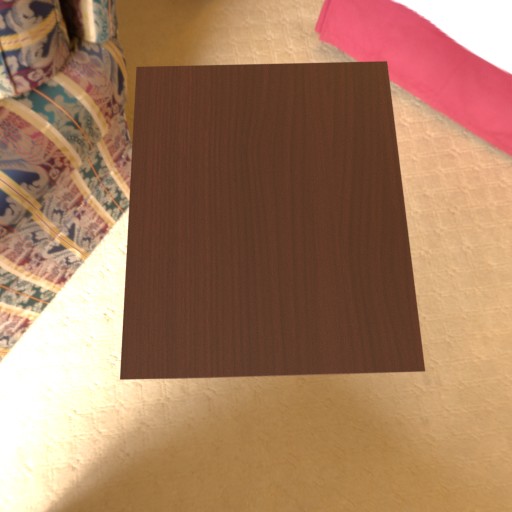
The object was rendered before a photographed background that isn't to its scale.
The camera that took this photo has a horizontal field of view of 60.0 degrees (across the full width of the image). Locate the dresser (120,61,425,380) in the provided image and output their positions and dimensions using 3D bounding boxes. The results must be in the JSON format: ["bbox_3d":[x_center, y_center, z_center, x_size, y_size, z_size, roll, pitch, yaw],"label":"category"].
[{"bbox_3d":[0.000,0.000,0.763,0.360,0.470,0.400,-1,75,0],"label":"dresser"}]
